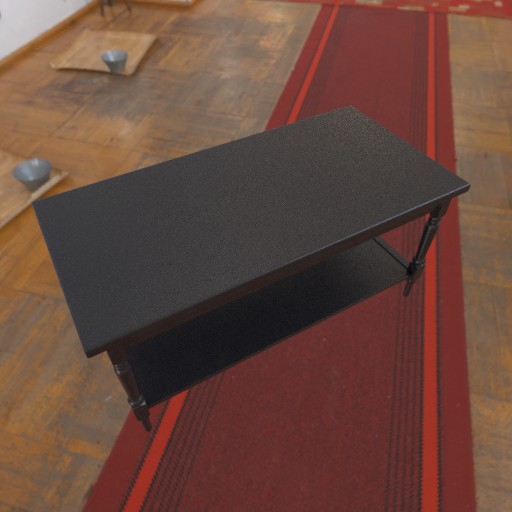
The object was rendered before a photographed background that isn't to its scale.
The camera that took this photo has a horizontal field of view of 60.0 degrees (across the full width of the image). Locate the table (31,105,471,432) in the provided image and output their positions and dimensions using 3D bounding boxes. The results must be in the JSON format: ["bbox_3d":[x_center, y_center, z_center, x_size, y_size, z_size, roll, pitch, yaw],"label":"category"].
[{"bbox_3d":[0.000,0.000,1.423,1.107,0.510,0.550,-23,50,-20],"label":"table"}]
